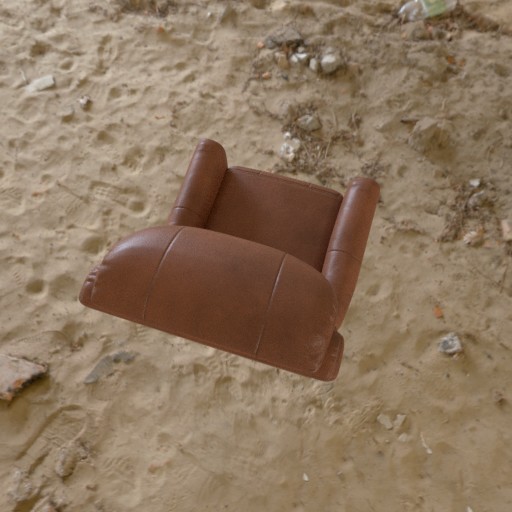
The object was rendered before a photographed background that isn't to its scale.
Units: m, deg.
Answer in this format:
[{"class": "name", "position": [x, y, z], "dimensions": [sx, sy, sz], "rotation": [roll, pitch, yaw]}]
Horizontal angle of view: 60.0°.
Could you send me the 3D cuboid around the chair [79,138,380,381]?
[{"class": "chair", "position": [0.000, 0.000, 1.792], "dimensions": [0.838, 1.054, 1.014], "rotation": [16, 64, 8]}]
